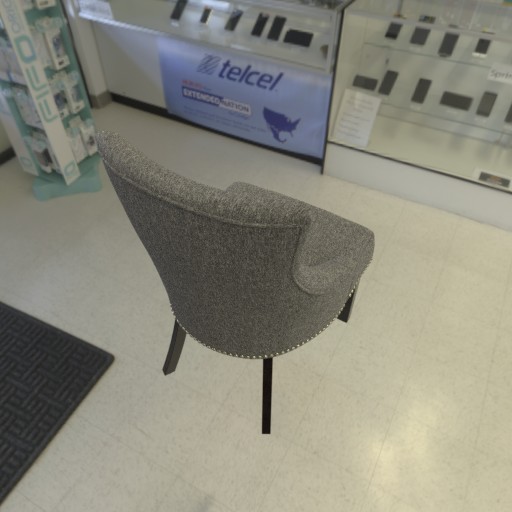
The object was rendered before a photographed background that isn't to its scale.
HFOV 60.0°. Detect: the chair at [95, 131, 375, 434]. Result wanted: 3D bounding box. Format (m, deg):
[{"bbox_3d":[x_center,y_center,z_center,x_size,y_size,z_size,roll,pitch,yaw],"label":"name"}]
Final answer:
[{"bbox_3d":[0.000,0.000,1.310,0.566,0.909,0.629,24,51,21],"label":"chair"}]
